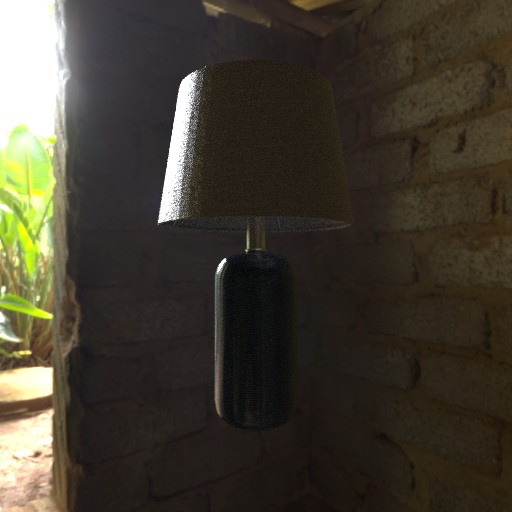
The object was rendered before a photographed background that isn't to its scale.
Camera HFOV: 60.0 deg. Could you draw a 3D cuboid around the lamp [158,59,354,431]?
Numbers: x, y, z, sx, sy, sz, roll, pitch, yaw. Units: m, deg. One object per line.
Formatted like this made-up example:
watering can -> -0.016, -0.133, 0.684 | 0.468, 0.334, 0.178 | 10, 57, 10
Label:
lamp -> 0.000, 0.000, 0.583 | 0.253, 0.428, 0.253 | 0, -1, 0
